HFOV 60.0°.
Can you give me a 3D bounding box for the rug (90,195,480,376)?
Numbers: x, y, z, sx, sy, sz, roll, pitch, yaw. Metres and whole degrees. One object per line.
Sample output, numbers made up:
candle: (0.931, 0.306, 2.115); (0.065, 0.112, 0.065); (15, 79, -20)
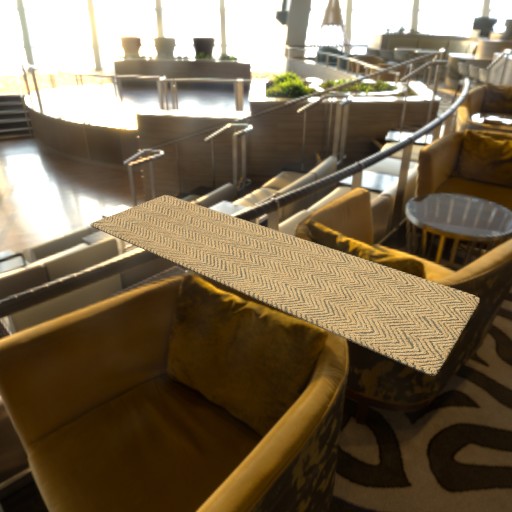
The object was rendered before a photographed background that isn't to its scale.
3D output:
rug: (0.000, 0.000, 2.563); (2.286, 0.008, 0.686); (21, 35, 32)
